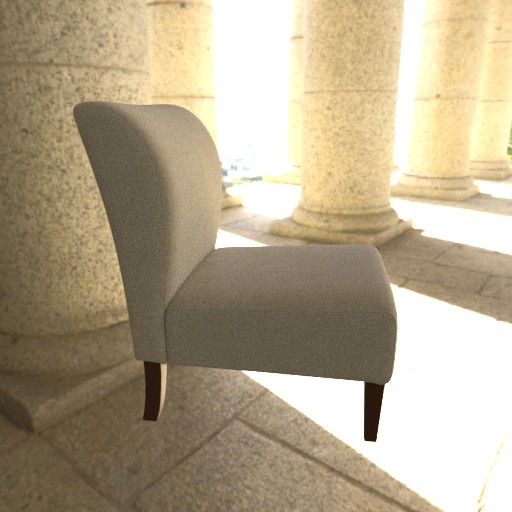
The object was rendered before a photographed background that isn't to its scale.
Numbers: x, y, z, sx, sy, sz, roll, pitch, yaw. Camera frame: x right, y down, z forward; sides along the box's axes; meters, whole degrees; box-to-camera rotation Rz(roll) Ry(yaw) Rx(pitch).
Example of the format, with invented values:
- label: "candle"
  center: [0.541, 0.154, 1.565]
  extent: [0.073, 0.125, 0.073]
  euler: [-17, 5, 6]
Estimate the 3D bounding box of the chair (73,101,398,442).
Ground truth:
- label: "chair"
  center: [0.000, 0.000, 1.272]
  extent: [0.754, 0.833, 0.521]
  euler: [3, 18, 9]
